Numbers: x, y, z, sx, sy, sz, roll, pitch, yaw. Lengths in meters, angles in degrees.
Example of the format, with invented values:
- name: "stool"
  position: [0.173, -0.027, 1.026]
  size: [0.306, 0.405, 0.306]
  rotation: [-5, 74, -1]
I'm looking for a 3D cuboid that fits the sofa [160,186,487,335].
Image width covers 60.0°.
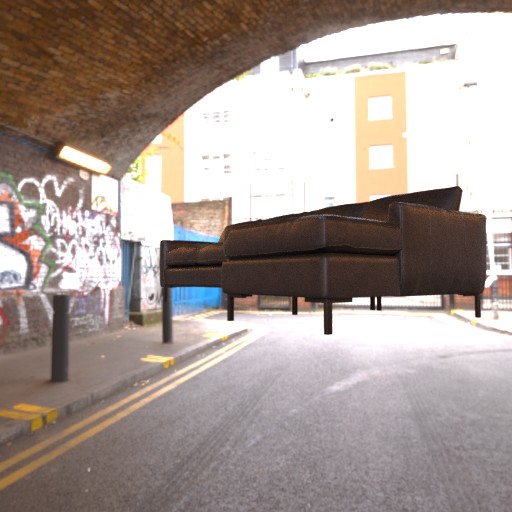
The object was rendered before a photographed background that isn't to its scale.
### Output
- name: "sofa"
  position: [0.000, 0.000, 3.570]
  size: [1.471, 0.859, 2.993]
  rotation: [2, -4, -37]
